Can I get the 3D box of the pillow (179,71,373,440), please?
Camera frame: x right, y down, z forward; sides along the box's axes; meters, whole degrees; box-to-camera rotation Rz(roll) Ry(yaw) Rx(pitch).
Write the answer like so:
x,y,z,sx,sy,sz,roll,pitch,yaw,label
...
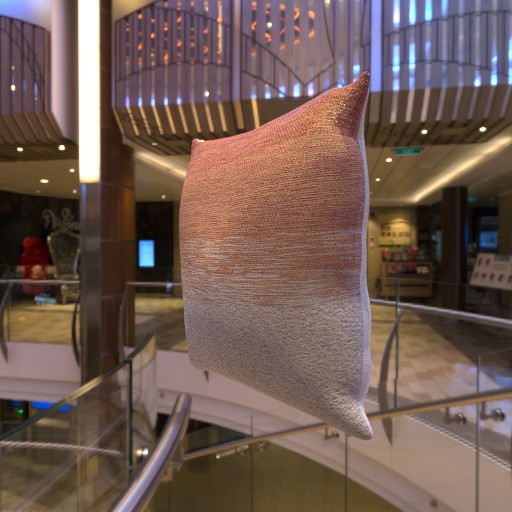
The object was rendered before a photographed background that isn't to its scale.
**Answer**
x,y,z,sx,sy,sz,roll,pitch,yaw,label
0.000,0.000,0.683,0.182,0.441,0.440,-1,1,-35,pillow
